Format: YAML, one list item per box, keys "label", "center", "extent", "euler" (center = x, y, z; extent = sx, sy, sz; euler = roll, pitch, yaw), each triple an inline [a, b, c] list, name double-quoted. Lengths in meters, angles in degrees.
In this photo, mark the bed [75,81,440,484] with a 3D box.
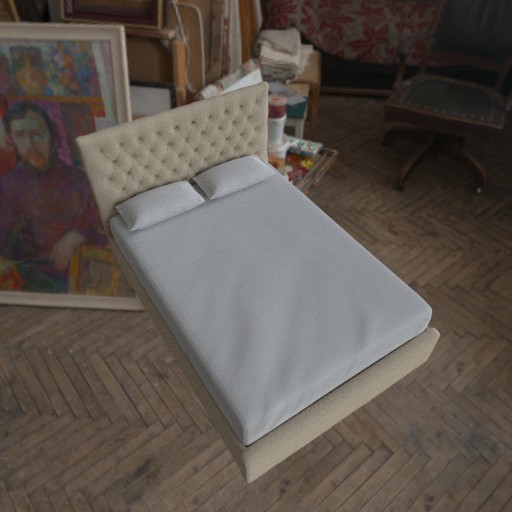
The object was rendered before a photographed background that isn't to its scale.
- label: "bed"
  center: [0.000, 0.000, 3.399]
  extent: [1.698, 1.427, 2.387]
  euler: [-25, 52, -22]
